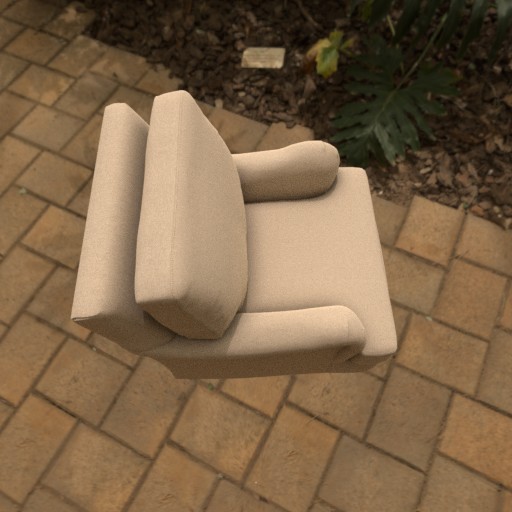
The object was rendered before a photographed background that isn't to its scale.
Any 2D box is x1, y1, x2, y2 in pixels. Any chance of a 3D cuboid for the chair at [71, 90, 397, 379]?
[{"bbox_3d":[0.000,0.000,1.831,1.078,1.076,0.895,-2,63,-1],"label":"chair"}]
